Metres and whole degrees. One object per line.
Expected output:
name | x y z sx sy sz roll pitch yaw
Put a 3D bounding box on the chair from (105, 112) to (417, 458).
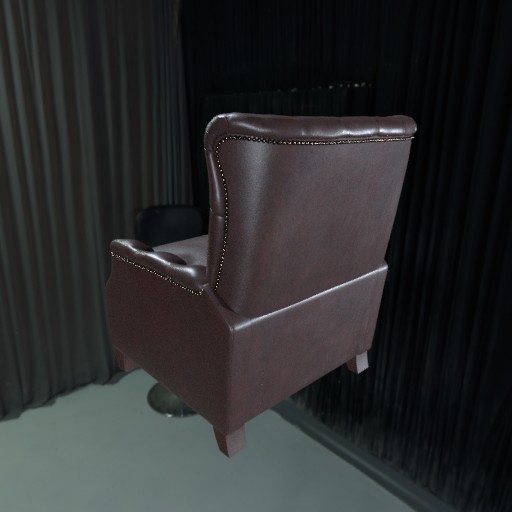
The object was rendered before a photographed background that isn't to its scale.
chair | 0.000 0.000 1.424 0.709 0.864 0.823 -16 23 -41
